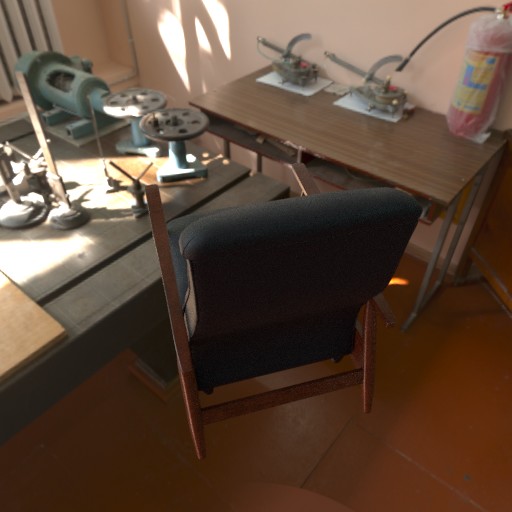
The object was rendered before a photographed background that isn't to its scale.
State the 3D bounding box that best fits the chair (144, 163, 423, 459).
[{"bbox_3d":[0.000,0.000,1.768,0.762,1.082,1.014,-11,42,-12],"label":"chair"}]
